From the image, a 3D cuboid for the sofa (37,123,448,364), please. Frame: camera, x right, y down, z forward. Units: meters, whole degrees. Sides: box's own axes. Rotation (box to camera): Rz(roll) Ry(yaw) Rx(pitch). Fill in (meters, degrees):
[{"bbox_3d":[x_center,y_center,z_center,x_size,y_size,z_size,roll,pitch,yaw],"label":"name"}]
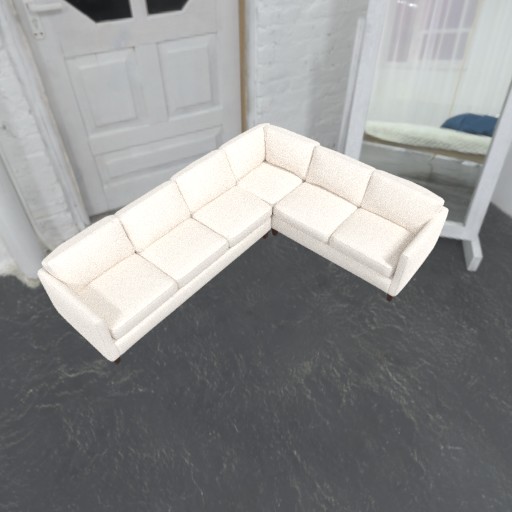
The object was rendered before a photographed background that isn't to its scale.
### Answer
[{"bbox_3d":[0.000,0.000,4.509,2.593,0.947,3.302,32,54,26],"label":"sofa"}]
